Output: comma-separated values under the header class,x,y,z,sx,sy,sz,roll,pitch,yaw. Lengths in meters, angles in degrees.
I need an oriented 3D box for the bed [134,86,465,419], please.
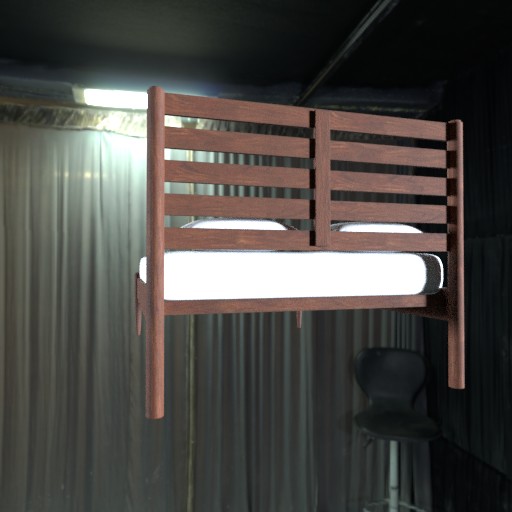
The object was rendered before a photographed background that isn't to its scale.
class,x,y,z,sx,sy,sz,roll,pitch,yaw
bed,0.000,0.000,2.937,1.509,1.304,2.093,0,-1,-17
